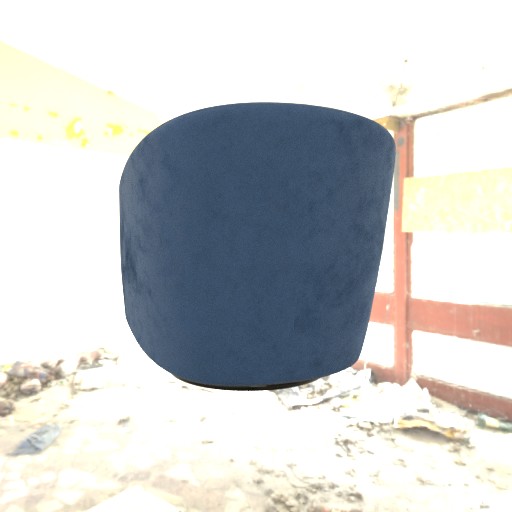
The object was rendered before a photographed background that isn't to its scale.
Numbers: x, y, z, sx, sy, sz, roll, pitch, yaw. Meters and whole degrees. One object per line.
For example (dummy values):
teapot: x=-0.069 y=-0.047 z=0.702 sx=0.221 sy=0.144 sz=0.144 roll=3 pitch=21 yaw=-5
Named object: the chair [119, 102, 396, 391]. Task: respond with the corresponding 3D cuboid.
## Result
chair: x=0.000 y=0.000 z=1.327 sx=0.773 sy=0.698 sz=0.767 roll=-1 pitch=2 yaw=-18
